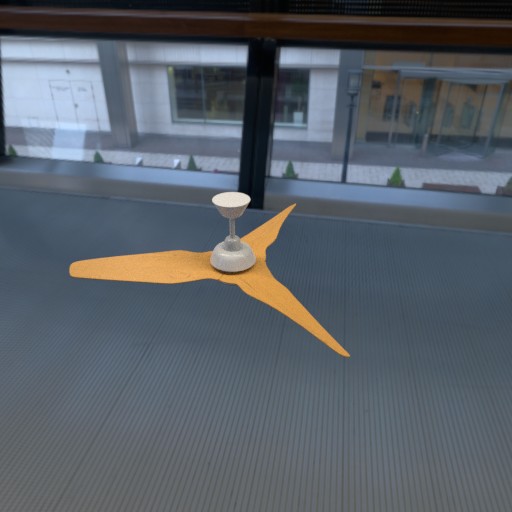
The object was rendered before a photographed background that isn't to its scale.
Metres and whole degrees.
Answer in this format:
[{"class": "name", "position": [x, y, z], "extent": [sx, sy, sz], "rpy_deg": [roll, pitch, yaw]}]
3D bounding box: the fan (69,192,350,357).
[{"class": "fan", "position": [0.000, 0.000, 1.655], "extent": [1.142, 0.355, 1.010], "rpy_deg": [-20, 36, -30]}]
